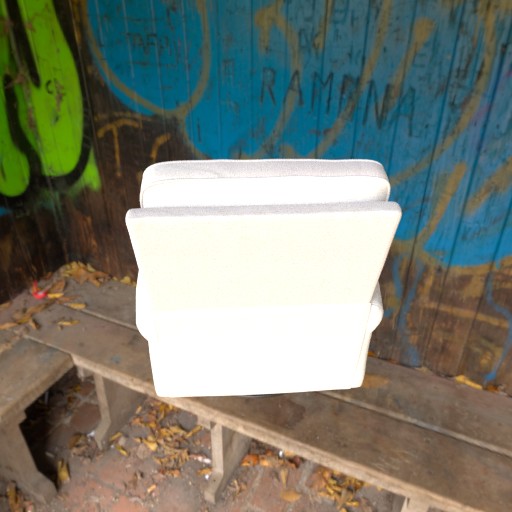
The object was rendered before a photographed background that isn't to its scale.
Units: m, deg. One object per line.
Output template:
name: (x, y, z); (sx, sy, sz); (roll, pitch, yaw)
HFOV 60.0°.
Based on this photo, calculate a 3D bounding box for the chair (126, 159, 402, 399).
chair: (0.000, 0.000, 1.696); (0.890, 0.960, 0.878); (-2, 31, -3)
